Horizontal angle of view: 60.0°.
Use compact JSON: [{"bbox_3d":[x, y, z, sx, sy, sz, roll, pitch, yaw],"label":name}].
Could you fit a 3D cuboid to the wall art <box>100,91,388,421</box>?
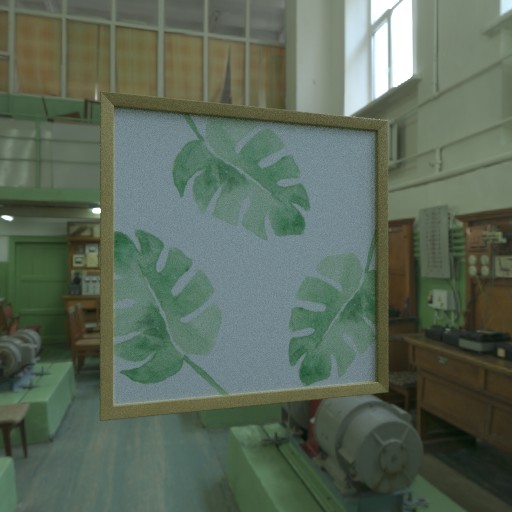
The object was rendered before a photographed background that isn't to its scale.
[{"bbox_3d":[0.000,0.000,1.150,0.763,0.763,0.037,0,0,-17],"label":"wall art"}]
